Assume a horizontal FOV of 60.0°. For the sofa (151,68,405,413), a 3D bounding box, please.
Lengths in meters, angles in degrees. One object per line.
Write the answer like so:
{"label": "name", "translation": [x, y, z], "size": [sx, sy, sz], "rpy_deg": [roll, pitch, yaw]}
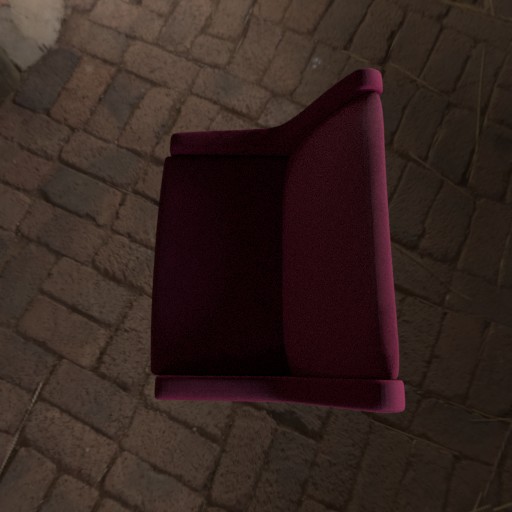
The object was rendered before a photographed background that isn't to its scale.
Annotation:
{"label": "sofa", "translation": [0.000, 0.000, 1.976], "size": [0.946, 0.976, 1.242], "rpy_deg": [0, 76, 0]}
